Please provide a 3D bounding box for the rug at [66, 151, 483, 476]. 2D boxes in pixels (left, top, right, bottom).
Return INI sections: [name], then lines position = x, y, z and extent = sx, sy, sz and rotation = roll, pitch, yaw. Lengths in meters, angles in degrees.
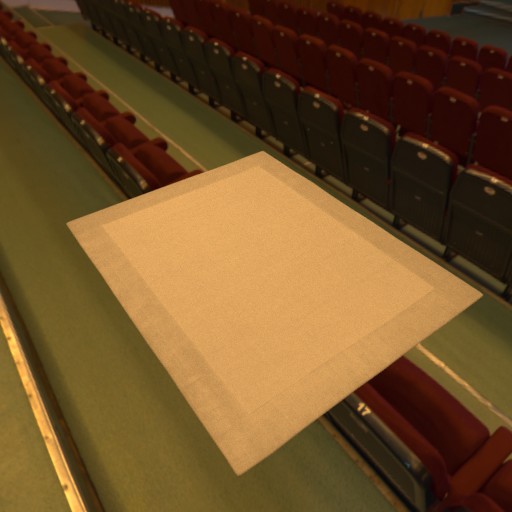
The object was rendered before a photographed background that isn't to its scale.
[rug]
position = 0.000, 0.000, 3.968
extent = 2.430, 0.018, 2.976
rotation = -26, 48, -26
